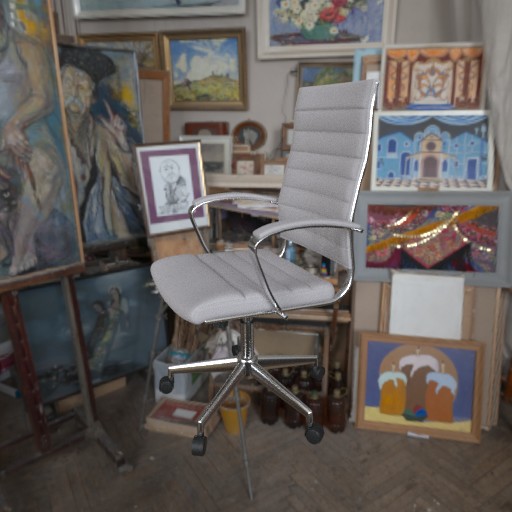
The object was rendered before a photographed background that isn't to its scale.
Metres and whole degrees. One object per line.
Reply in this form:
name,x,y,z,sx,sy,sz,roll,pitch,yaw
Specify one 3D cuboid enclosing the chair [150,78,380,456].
chair,0.000,0.000,1.553,0.667,1.149,0.679,-8,19,-25
